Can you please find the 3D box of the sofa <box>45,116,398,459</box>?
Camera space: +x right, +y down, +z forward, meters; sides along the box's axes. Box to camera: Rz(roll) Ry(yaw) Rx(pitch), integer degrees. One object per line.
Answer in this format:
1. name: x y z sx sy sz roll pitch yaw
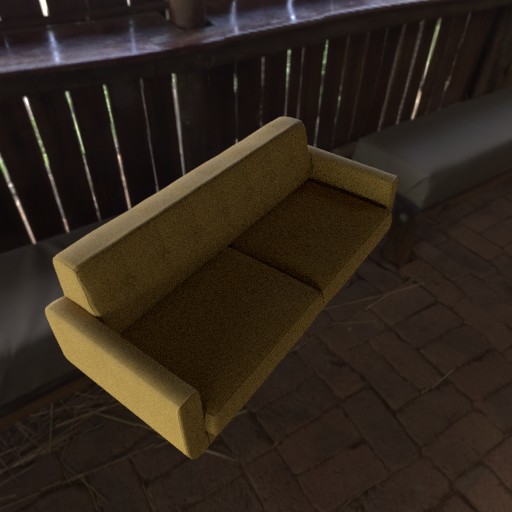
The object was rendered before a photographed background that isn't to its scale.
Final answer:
1. sofa: 0.000 0.000 2.511 0.909 0.841 2.029 26 48 26
